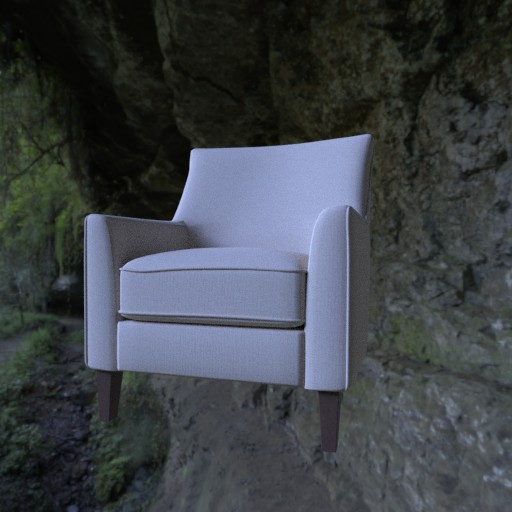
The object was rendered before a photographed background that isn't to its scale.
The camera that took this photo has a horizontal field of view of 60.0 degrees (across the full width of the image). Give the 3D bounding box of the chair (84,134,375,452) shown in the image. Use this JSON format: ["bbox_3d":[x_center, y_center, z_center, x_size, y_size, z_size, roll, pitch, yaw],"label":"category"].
[{"bbox_3d":[0.000,0.000,1.513,0.756,0.916,0.879,0,0,18],"label":"chair"}]
